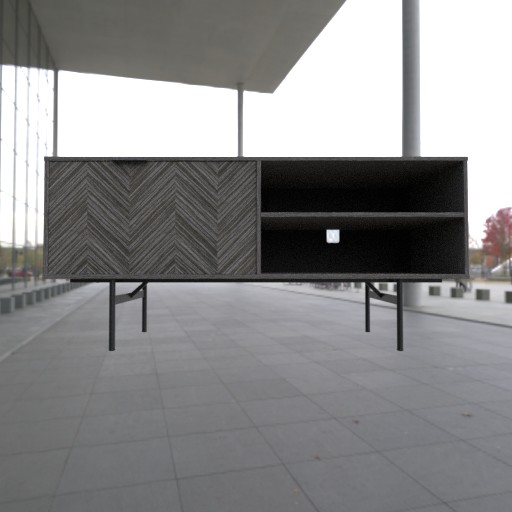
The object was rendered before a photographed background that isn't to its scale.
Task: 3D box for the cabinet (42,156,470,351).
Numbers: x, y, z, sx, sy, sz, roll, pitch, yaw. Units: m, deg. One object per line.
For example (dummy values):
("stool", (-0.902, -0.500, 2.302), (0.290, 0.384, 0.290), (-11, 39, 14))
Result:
("cabinet", (0.000, 0.000, 1.575), (1.300, 0.599, 0.500), (0, -2, 0))
